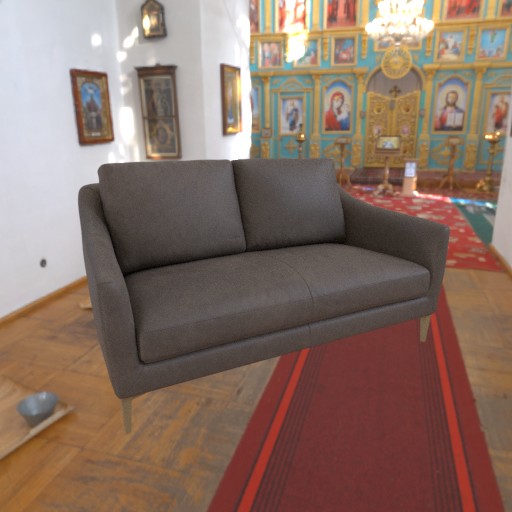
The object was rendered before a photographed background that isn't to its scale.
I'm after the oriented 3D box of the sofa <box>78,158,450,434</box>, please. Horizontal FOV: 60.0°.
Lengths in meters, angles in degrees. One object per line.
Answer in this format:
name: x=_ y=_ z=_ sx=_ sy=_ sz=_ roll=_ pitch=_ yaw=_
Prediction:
sofa: x=0.000 y=0.000 z=2.165 sx=1.619 sy=0.902 sz=0.960 roll=-8 pitch=18 yaw=-27
